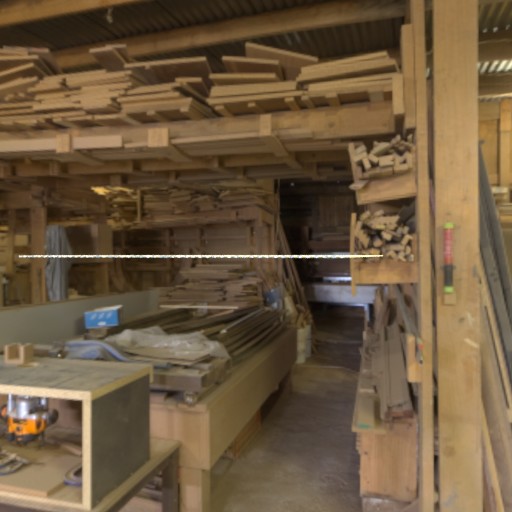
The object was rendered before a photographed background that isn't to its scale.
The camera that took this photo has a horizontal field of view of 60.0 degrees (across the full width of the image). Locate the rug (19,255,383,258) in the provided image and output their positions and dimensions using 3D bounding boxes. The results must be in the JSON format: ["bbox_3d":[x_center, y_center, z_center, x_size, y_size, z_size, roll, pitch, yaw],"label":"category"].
[{"bbox_3d":[0.000,0.000,2.989,1.524,0.010,2.438,0,0,19],"label":"rug"}]
